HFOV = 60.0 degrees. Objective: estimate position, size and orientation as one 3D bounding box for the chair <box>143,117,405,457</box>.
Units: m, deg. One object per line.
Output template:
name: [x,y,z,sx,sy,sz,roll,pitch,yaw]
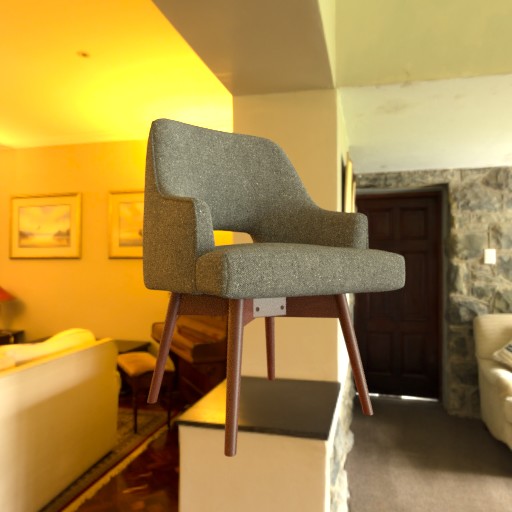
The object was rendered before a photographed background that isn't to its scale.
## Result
chair: [0.000,0.000,1.281,0.608,0.875,0.629,1,-1,-35]
